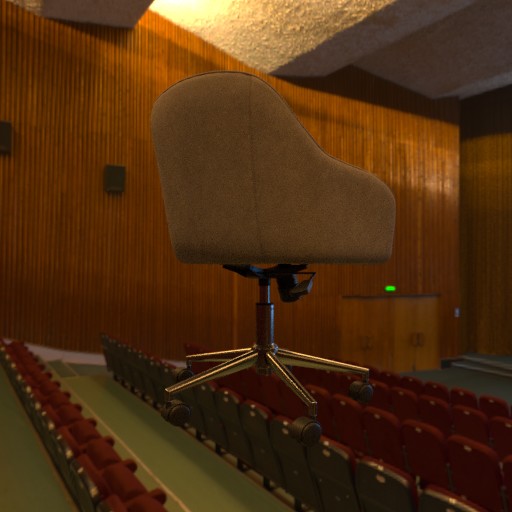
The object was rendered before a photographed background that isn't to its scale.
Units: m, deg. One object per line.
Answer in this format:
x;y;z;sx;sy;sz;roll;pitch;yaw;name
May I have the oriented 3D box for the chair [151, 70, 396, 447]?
0.000;0.000;1.257;0.573;0.831;0.635;1;-1;-35;chair
